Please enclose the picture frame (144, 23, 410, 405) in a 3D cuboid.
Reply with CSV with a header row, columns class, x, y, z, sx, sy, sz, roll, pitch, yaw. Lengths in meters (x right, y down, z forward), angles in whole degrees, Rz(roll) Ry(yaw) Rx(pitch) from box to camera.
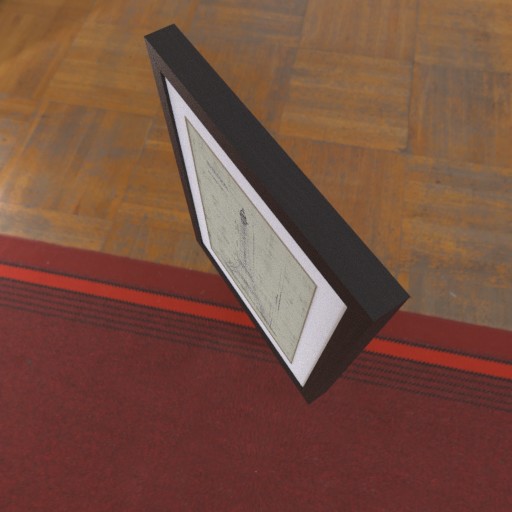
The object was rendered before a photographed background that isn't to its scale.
class,x,y,z,sx,sy,sz,roll,pitch,yaw
picture frame,0.000,0.000,0.737,0.044,0.555,0.452,-31,68,-14
